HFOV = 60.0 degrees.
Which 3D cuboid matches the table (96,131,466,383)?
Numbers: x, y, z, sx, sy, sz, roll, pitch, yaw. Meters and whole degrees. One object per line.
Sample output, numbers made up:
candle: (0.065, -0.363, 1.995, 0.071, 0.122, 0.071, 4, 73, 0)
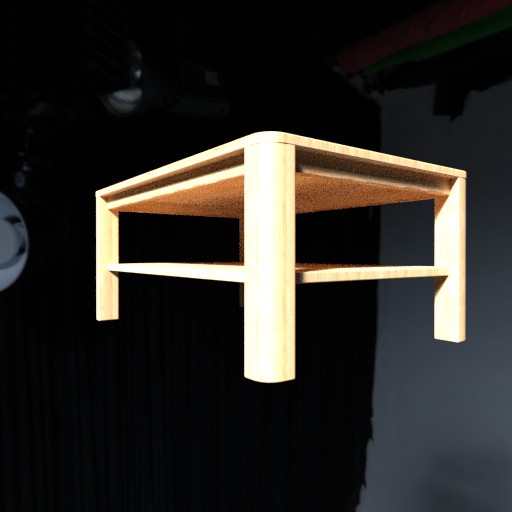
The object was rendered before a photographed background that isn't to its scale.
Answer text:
table: (0.000, 0.000, 1.373, 0.696, 0.445, 0.997, 0, 0, -37)
